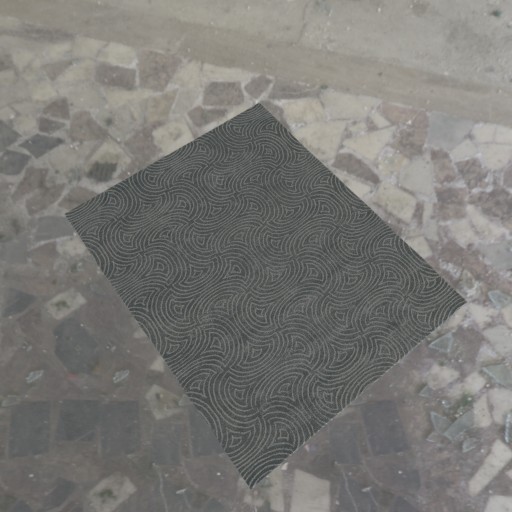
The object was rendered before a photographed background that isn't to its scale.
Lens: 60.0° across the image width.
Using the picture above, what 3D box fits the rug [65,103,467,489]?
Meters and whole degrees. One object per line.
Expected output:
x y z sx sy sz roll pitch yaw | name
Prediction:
0.000 0.000 4.177 2.456 0.021 3.042 -35 68 -16 | rug
